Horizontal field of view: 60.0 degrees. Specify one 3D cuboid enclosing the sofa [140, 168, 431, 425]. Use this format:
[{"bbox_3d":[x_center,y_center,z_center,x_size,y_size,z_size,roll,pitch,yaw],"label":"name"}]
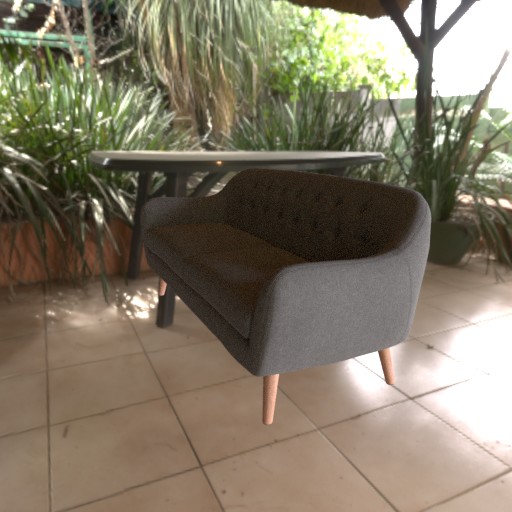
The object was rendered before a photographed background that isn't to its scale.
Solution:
[{"bbox_3d":[0.000,0.000,2.304,0.820,0.820,1.840,-7,17,-25],"label":"sofa"}]
